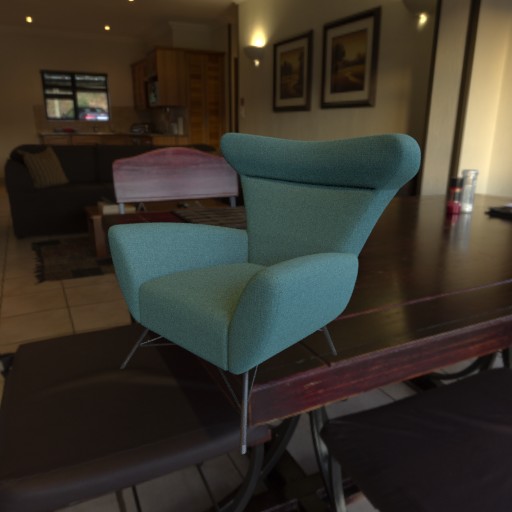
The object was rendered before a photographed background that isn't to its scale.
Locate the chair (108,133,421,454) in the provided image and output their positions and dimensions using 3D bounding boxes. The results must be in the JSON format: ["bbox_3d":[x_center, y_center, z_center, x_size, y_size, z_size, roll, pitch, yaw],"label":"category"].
[{"bbox_3d":[0.000,0.000,1.835,1.050,0.980,0.900,15,22,42],"label":"chair"}]
